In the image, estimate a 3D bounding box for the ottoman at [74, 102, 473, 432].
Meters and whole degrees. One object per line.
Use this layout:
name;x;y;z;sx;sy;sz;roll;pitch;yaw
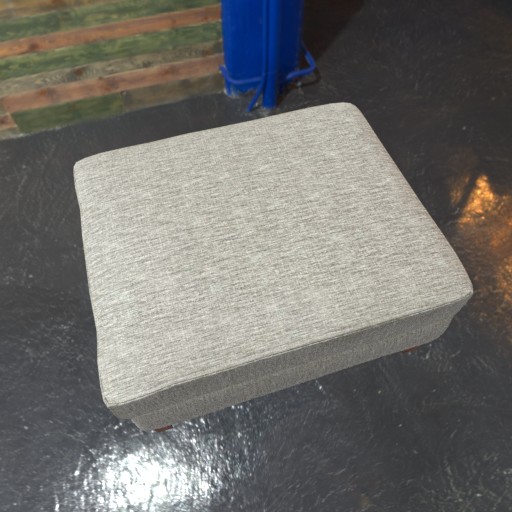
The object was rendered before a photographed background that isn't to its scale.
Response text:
ottoman;0.000;0.000;1.453;0.994;0.492;0.839;-15;59;-9
